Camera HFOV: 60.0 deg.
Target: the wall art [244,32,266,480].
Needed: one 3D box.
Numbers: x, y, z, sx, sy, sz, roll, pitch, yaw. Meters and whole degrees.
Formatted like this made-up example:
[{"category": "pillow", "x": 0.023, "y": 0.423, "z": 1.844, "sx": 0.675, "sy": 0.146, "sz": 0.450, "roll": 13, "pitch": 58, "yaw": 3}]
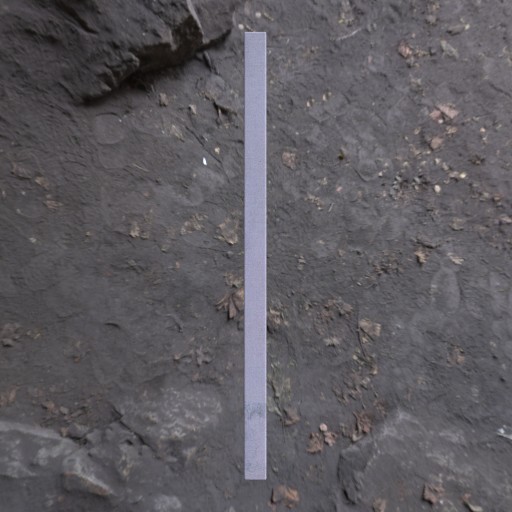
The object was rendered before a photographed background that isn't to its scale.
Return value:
[{"category": "wall art", "x": 0.000, "y": 0.000, "z": 1.133, "sx": 0.041, "sy": 0.762, "sz": 0.762, "roll": 0, "pitch": 90, "yaw": 0}]
